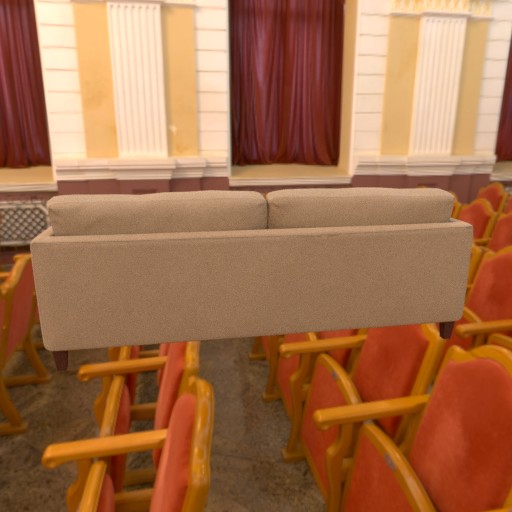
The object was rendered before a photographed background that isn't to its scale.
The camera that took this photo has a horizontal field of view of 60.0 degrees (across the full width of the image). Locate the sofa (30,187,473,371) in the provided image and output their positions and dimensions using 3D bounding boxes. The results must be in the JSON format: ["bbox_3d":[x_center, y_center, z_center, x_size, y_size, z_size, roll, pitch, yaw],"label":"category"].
[{"bbox_3d":[0.000,0.000,2.836,2.404,0.912,0.988,-3,15,-9],"label":"sofa"}]
